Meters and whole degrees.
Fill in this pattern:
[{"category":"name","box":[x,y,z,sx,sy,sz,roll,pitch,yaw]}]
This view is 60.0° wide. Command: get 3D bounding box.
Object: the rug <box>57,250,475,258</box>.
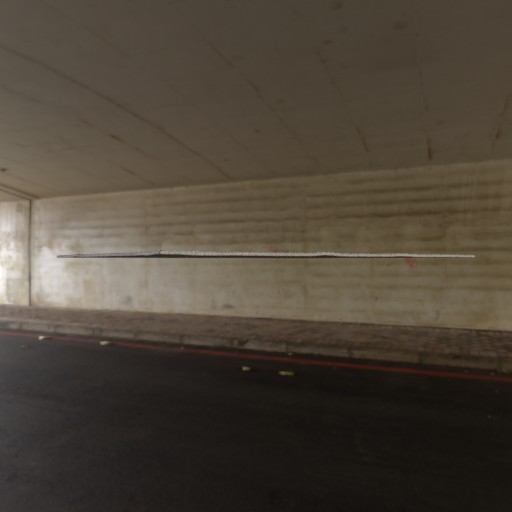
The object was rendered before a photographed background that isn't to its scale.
[{"category":"rug","box":[0.000,0.000,0.886,0.639,0.006,0.548,0,-1,-35]}]
